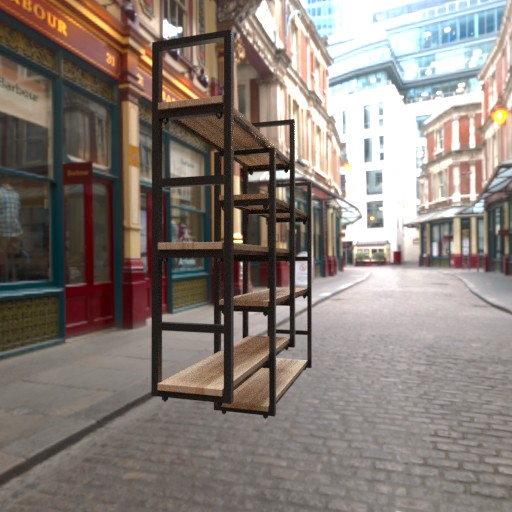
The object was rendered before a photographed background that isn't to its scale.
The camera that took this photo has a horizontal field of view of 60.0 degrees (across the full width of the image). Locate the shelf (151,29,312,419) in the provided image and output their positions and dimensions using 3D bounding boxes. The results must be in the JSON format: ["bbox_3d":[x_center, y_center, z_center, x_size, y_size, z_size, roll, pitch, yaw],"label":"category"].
[{"bbox_3d":[0.000,0.000,1.378,0.183,0.921,0.946,0,-1,17],"label":"shelf"}]
